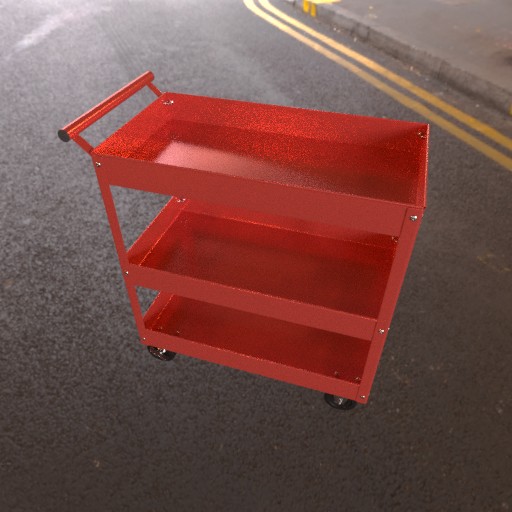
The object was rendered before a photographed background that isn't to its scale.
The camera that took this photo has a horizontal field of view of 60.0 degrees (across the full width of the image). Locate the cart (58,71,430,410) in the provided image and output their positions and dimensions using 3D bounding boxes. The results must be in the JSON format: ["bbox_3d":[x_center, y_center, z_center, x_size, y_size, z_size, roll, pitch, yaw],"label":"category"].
[{"bbox_3d":[0.000,0.000,1.185,0.719,0.780,0.366,12,42,13],"label":"cart"}]
